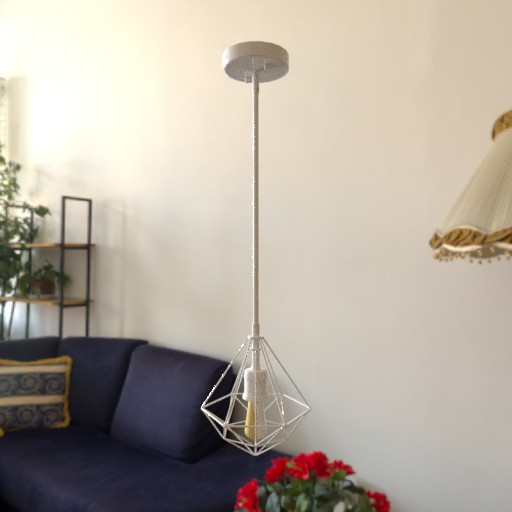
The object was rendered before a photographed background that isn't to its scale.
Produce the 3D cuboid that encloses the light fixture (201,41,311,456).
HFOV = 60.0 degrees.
[{"bbox_3d":[0.000,0.000,1.964,0.487,1.764,0.431,0,0,1],"label":"light fixture"}]
